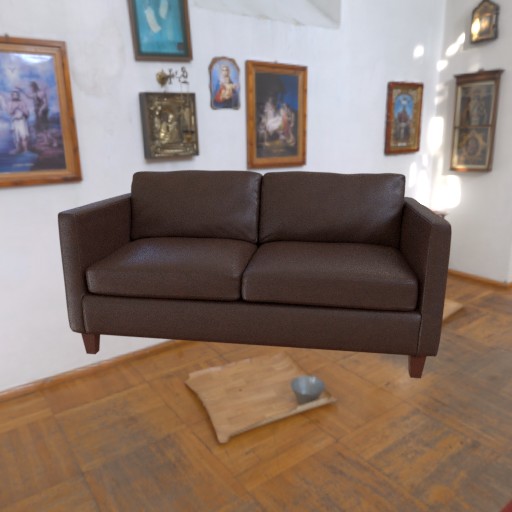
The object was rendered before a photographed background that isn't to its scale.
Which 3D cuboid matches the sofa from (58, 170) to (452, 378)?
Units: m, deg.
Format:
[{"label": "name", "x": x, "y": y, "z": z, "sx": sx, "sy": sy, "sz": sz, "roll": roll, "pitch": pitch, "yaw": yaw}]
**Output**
[{"label": "sofa", "x": 0.000, "y": 0.000, "z": 2.547, "sx": 1.883, "sy": 0.933, "sz": 0.951, "roll": 2, "pitch": 15, "yaw": 8}]
